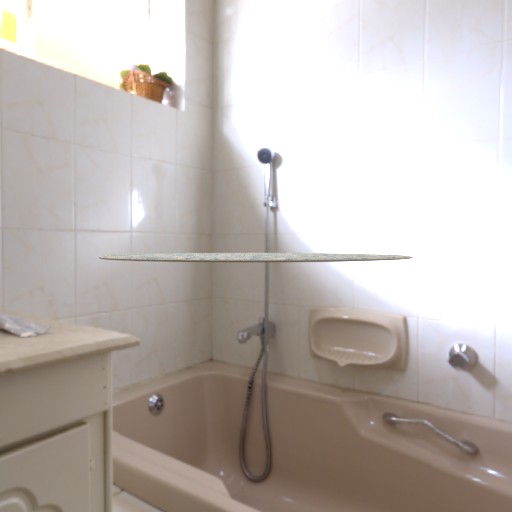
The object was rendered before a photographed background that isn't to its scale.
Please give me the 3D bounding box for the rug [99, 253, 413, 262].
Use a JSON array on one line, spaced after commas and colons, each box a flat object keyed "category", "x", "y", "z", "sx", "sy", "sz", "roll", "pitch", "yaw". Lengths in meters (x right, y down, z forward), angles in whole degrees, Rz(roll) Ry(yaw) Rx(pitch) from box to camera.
[{"category": "rug", "x": 0.000, "y": 0.000, "z": 2.381, "sx": 1.593, "sy": 0.012, "sz": 1.593, "roll": 0, "pitch": 1, "yaw": 0}]
